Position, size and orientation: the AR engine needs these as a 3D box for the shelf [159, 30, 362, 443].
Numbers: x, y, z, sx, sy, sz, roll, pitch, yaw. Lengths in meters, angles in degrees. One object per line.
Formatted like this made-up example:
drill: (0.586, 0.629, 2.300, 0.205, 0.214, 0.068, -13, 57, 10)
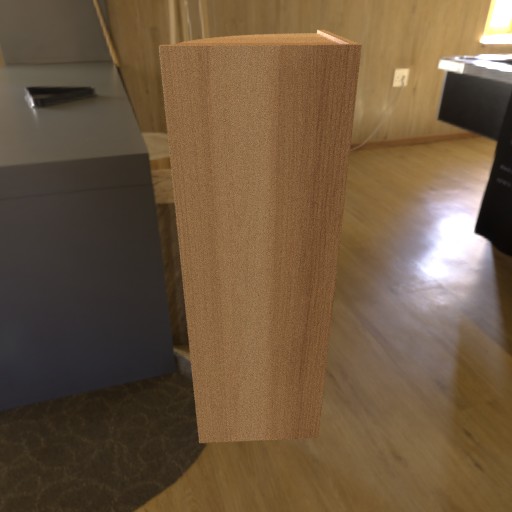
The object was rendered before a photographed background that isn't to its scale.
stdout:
shelf: (0.000, 0.000, 0.979, 0.290, 0.872, 0.290, -2, 31, -3)
